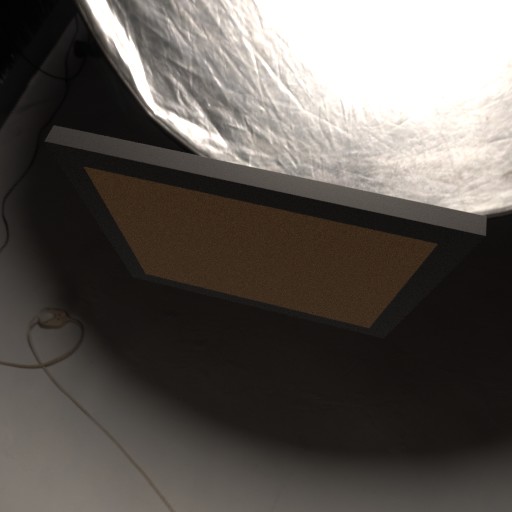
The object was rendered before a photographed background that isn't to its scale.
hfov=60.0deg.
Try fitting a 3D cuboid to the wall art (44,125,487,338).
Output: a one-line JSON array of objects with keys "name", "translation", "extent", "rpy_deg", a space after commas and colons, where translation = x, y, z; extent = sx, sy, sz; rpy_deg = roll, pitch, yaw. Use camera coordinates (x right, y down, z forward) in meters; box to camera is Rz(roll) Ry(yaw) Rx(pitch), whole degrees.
[{"name": "wall art", "translation": [0.000, 0.000, 0.759], "extent": [0.561, 0.460, 0.028], "rpy_deg": [13, 65, 6]}]
